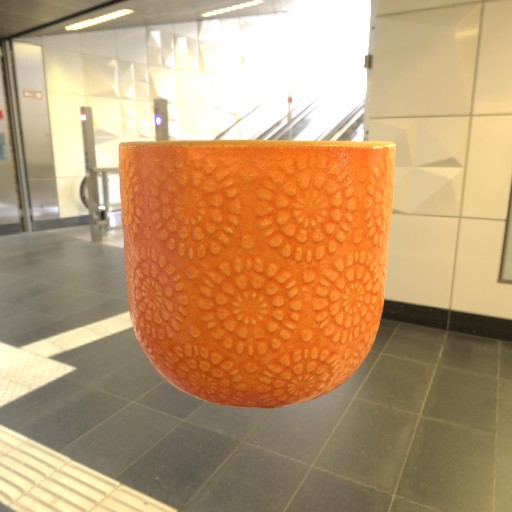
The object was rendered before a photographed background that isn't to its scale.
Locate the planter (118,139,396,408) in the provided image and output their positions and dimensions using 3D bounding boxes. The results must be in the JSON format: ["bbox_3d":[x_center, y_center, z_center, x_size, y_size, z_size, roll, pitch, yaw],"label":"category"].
[{"bbox_3d":[0.000,0.000,0.292,0.170,0.152,0.170,0,13,0],"label":"planter"}]
